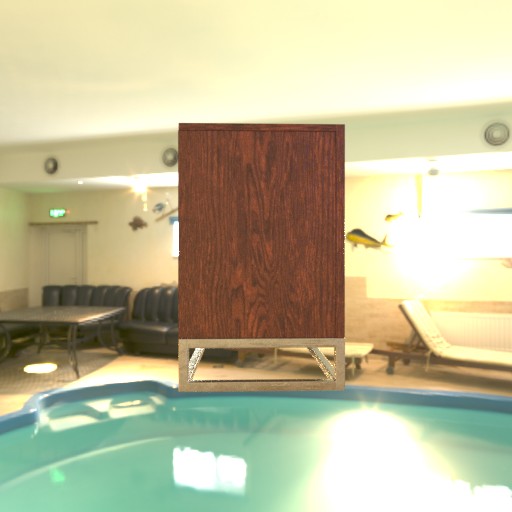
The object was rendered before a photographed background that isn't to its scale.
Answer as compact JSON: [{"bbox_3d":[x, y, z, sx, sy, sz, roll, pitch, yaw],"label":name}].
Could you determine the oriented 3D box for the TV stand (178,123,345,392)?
[{"bbox_3d":[0.000,0.000,1.726,0.382,0.578,1.541,0,0,-2],"label":"TV stand"}]
